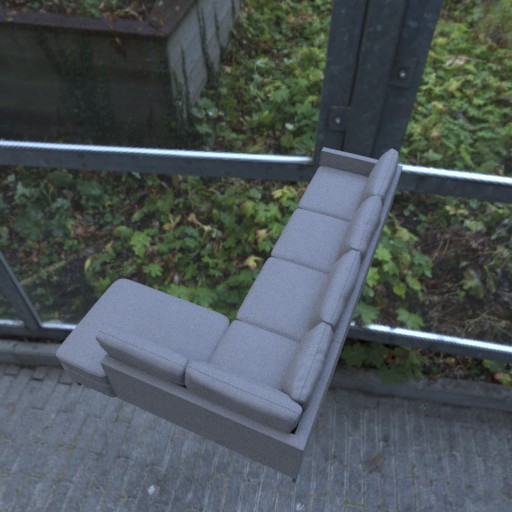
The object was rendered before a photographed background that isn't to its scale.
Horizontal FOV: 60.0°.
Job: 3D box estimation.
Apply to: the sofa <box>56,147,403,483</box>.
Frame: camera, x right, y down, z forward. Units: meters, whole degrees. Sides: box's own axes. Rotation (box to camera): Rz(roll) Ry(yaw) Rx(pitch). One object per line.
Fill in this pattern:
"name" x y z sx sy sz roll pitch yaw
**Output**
"sofa" 0.000 0.000 4.293 2.077 0.964 3.331 18 50 16
